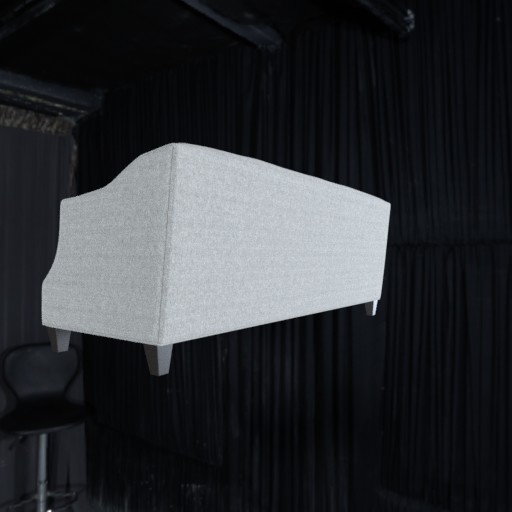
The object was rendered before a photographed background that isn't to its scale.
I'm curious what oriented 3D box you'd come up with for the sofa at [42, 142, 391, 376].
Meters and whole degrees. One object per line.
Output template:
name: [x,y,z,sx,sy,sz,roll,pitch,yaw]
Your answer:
sofa: [0.000,0.000,2.730,0.914,0.901,2.235,0,0,36]
